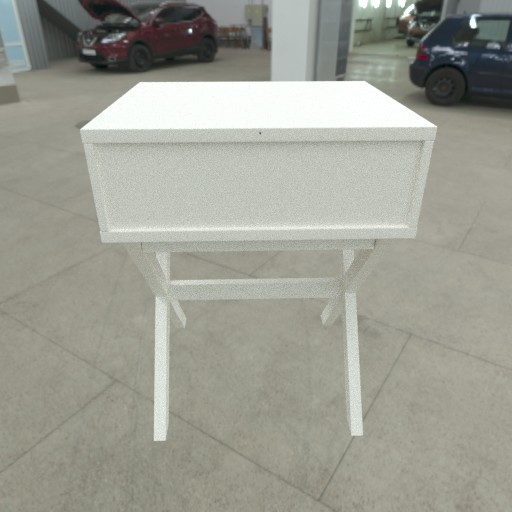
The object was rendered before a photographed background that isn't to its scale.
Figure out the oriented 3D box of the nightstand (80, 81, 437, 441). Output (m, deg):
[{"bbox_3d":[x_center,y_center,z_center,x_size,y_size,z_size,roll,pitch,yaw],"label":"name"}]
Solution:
[{"bbox_3d":[0.000,0.000,0.920,0.479,0.623,0.402,-1,30,-2],"label":"nightstand"}]
